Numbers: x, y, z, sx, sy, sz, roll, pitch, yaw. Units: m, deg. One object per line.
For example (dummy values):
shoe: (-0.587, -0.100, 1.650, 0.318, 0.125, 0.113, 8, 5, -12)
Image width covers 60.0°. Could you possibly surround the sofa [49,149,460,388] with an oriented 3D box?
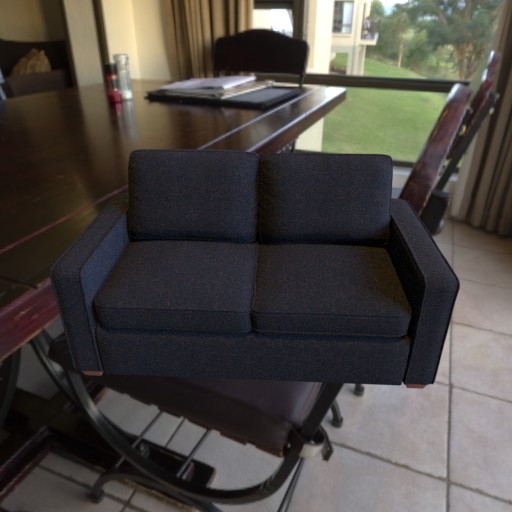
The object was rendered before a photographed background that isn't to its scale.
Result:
sofa: (0.000, 0.000, 2.267, 1.709, 0.918, 0.947, 2, 29, 3)
